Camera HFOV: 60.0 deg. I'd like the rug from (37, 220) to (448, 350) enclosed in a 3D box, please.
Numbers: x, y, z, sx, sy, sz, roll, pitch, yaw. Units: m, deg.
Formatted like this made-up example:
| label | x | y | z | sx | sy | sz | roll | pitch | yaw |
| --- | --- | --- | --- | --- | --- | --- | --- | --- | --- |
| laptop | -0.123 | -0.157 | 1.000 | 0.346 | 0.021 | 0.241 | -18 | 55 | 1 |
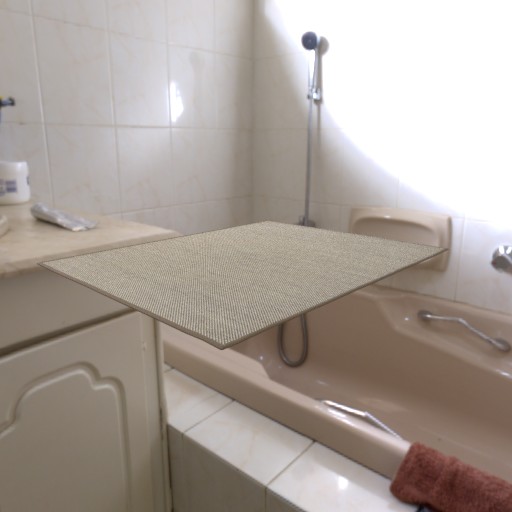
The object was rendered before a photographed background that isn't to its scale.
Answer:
| label | x | y | z | sx | sy | sz | roll | pitch | yaw |
| --- | --- | --- | --- | --- | --- | --- | --- | --- | --- |
| rug | 0.000 | 0.000 | 4.113 | 2.413 | 0.020 | 3.041 | 13 | 19 | 42 |
